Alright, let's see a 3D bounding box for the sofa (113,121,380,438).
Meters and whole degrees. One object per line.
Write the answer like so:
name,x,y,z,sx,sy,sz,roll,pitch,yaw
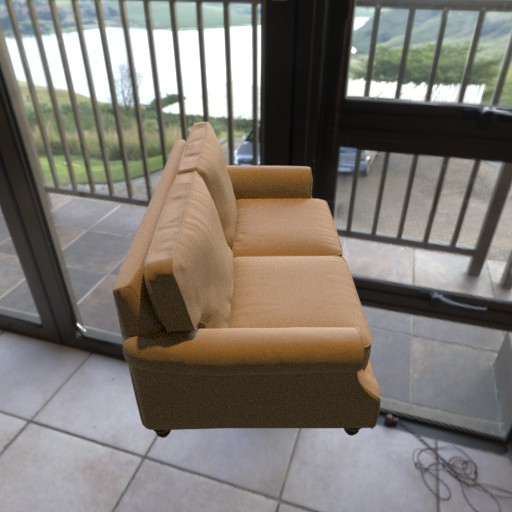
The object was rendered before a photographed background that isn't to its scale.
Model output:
sofa,0.000,0.000,2.220,0.964,0.937,1.665,0,33,-1
